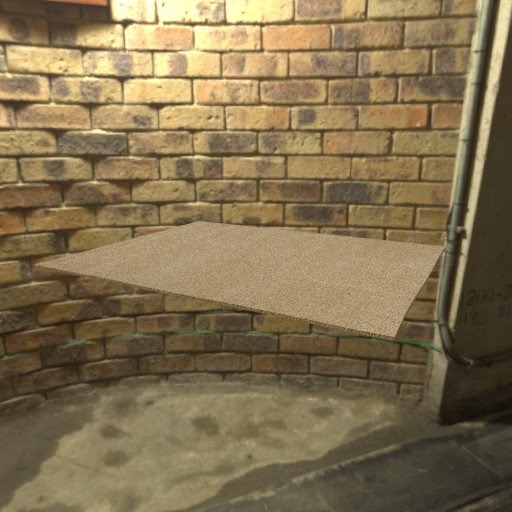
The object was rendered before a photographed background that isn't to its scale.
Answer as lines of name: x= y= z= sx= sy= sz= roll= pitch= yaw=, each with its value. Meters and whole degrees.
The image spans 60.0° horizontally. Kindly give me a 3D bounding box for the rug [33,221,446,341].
rug: x=0.000 y=0.000 z=4.087 sx=3.000 sy=0.025 sz=2.400 roll=8 pitch=17 yaw=28
